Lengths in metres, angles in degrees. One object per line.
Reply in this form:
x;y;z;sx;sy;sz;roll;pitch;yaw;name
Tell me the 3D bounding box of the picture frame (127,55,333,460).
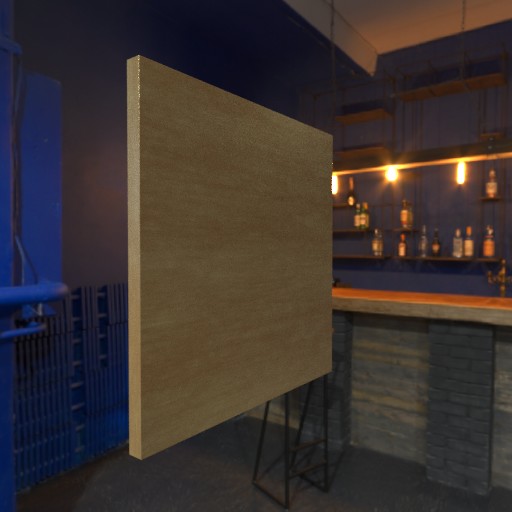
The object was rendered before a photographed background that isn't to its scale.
0.000;0.000;1.142;0.037;0.761;0.758;1;2;38;picture frame
